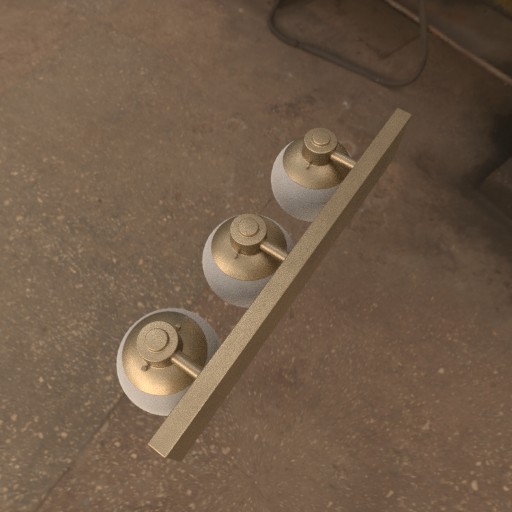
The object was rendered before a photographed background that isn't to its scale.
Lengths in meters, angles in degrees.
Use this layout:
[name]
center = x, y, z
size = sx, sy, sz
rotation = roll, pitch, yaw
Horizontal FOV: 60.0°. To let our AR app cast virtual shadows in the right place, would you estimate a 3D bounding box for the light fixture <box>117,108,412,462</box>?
[light fixture]
center = 0.000, 0.000, 0.847
size = 0.218, 0.263, 0.721
rotation = 32, 67, 15
